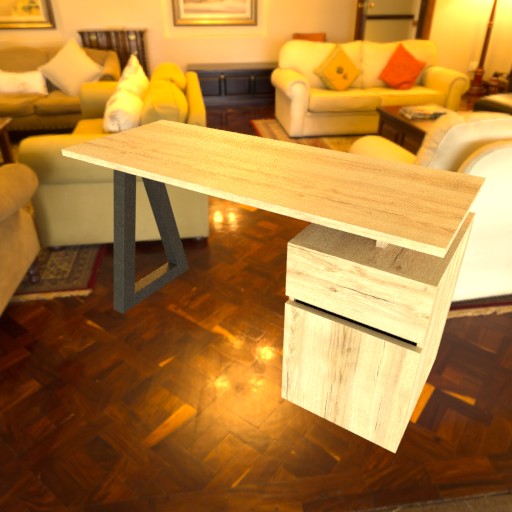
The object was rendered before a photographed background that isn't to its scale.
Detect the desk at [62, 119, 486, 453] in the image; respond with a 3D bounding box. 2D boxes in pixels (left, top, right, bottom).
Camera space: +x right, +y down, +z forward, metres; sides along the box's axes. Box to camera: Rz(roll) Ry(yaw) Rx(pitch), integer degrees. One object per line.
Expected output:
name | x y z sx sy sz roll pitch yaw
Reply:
desk | 0.000 0.000 1.742 1.400 0.760 0.550 18 35 28
